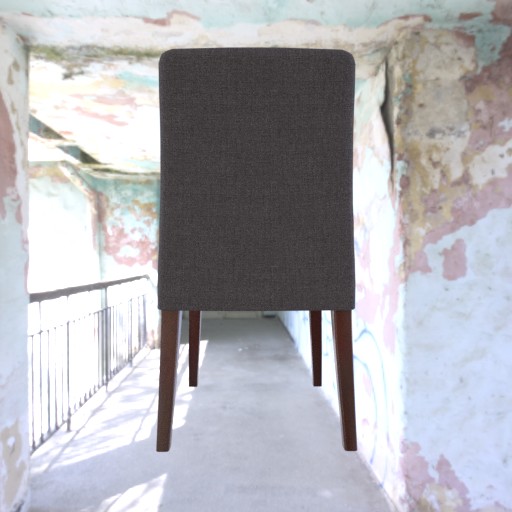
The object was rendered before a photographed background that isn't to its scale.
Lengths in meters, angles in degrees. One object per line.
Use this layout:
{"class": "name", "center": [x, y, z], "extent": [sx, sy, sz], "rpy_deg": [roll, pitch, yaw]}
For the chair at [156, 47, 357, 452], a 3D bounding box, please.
{"class": "chair", "center": [0.000, 0.000, 1.317], "extent": [0.508, 0.952, 0.655], "rpy_deg": [0, 0, -1]}
